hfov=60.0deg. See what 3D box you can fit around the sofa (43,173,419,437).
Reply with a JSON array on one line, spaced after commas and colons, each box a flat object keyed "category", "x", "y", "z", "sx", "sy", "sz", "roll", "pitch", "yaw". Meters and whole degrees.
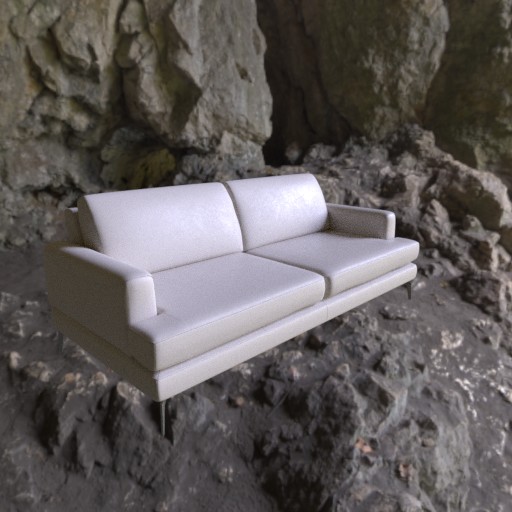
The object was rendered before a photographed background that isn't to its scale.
[{"category": "sofa", "x": 0.000, "y": 0.000, "z": 2.409, "sx": 0.974, "sy": 0.765, "sz": 1.940, "roll": 15, "pitch": 21, "yaw": 43}]
